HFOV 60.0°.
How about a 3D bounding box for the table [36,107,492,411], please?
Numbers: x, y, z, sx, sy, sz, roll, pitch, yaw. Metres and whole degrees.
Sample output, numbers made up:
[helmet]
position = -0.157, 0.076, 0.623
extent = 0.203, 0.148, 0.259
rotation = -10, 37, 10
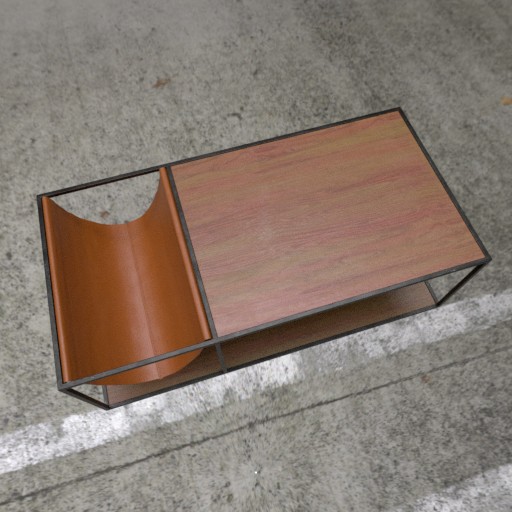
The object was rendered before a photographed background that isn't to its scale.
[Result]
[table]
position = 0.000, 0.000, 1.463
extent = 1.199, 0.403, 0.597
rotation = -16, 65, -7
